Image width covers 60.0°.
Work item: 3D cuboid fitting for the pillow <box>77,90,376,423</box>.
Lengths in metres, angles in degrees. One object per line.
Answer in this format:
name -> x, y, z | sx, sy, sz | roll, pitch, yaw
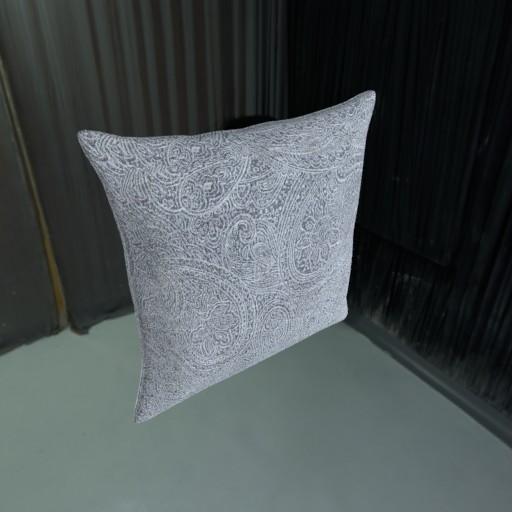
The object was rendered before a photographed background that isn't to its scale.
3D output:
pillow -> 0.000, 0.000, 0.781 | 0.523, 0.510, 0.166 | -19, 35, -30
